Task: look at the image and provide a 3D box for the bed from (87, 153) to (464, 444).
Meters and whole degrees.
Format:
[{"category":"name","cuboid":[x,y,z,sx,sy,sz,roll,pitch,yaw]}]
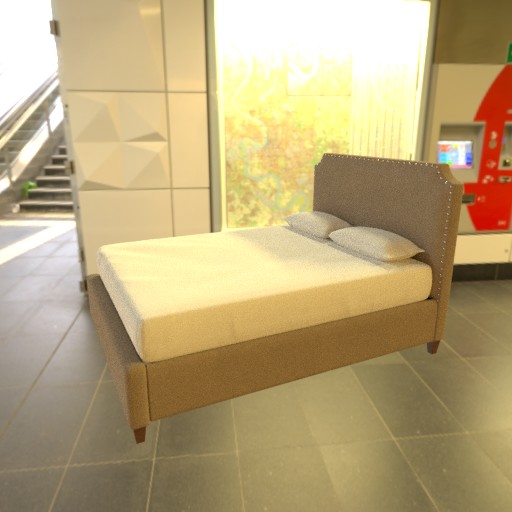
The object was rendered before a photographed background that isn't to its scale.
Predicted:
[{"category":"bed","cuboid":[0.000,0.000,3.403,2.329,1.415,1.703,-8,18,-25]}]
